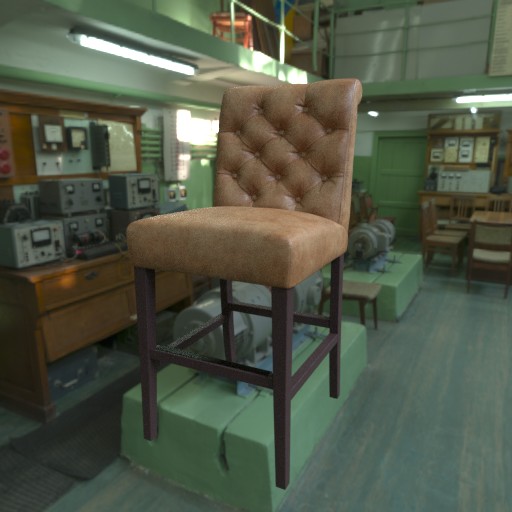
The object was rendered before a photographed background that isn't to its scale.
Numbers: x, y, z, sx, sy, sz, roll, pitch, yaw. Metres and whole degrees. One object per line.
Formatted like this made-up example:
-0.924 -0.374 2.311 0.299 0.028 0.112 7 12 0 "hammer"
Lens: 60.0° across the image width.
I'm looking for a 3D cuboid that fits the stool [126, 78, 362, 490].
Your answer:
0.000 0.000 1.340 0.493 1.047 0.601 7 15 26 "stool"
